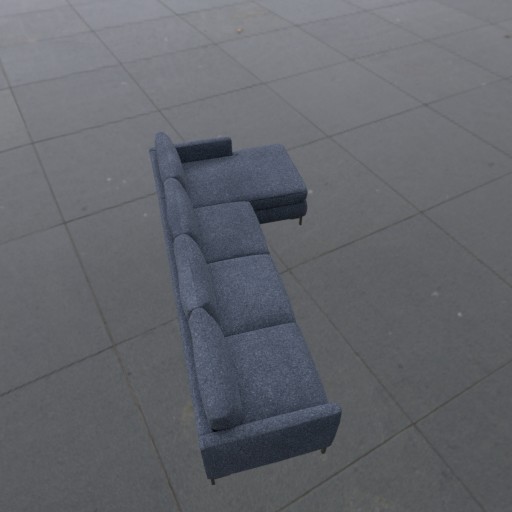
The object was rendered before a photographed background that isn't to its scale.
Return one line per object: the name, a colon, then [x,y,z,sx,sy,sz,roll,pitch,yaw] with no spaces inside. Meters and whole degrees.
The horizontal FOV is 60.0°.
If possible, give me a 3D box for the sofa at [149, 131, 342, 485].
sofa: [0.000,0.000,3.480,1.350,0.810,2.932,-11,48,-10]
